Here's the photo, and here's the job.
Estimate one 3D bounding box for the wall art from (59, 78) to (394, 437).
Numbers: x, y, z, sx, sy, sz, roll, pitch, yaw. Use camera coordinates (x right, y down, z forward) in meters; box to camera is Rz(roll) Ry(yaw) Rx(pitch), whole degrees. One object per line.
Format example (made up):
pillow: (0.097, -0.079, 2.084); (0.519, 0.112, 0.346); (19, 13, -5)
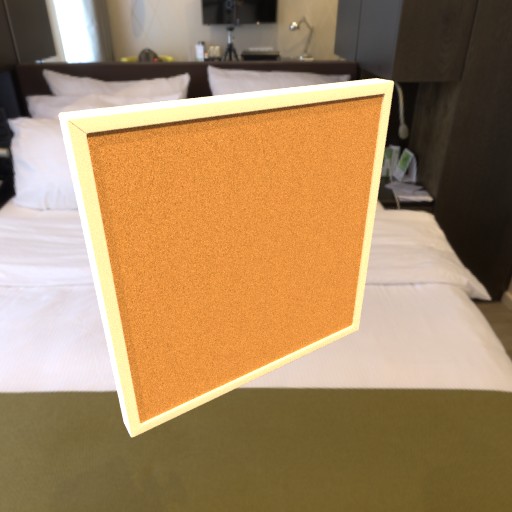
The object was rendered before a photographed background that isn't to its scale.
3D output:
wall art: (0.000, 0.000, 0.731); (0.508, 0.508, 0.038); (-18, 34, -28)
